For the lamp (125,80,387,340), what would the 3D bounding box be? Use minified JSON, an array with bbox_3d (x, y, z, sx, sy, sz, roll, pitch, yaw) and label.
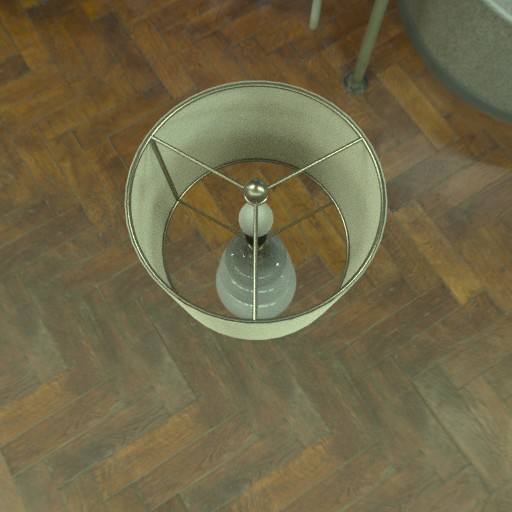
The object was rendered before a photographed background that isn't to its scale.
[{"bbox_3d":[0.000,0.000,0.947,0.367,0.730,0.367,-17,76,-5],"label":"lamp"}]
